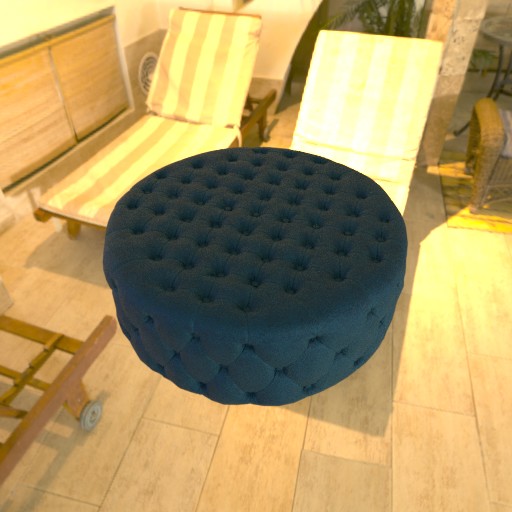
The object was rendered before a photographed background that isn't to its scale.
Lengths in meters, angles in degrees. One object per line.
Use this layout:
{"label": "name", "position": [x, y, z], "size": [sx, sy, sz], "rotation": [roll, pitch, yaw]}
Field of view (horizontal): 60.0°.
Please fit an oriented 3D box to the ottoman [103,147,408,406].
{"label": "ottoman", "position": [0.000, 0.000, 1.545], "size": [0.998, 0.398, 0.998], "rotation": [0, 41, 0]}
